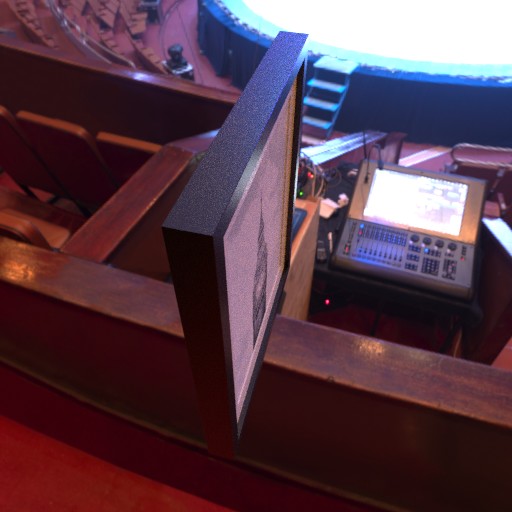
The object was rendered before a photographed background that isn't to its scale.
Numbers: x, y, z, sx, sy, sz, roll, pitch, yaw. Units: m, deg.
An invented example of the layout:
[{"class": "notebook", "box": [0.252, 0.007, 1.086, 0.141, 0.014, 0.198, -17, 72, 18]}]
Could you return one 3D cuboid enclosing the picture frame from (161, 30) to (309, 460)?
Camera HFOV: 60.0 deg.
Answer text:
[{"class": "picture frame", "box": [0.000, 0.000, 0.513, 0.034, 0.378, 0.328, 11, 47, 10]}]
